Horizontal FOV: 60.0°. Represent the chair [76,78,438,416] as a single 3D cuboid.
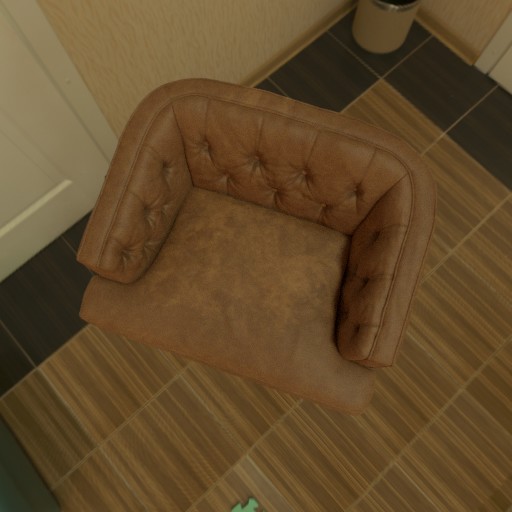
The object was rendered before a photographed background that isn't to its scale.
[{"bbox_3d":[0.000,0.000,1.742,1.119,0.836,0.911,18,76,5],"label":"chair"}]
